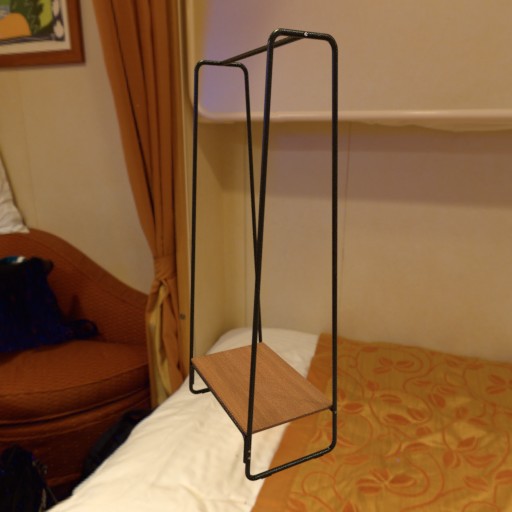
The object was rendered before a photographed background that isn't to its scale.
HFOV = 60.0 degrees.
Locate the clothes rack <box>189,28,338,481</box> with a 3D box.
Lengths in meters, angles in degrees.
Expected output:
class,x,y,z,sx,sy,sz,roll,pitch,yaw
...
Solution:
class,x,y,z,sx,sy,sz,roll,pitch,yaw
clothes rack,0.000,0.000,1.746,0.400,1.500,0.640,-8,17,-26
